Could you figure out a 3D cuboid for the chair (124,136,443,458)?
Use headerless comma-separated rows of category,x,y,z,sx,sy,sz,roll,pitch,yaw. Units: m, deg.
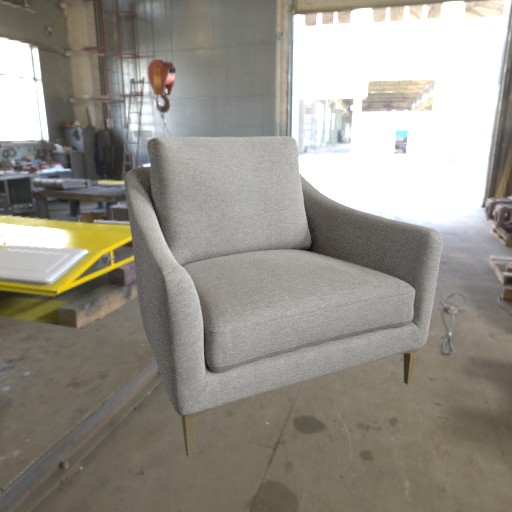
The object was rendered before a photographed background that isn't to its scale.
chair,0.000,0.000,1.734,0.986,0.902,0.961,-8,17,-26
